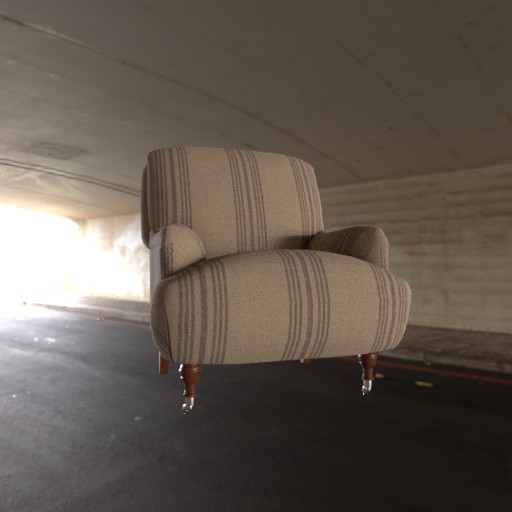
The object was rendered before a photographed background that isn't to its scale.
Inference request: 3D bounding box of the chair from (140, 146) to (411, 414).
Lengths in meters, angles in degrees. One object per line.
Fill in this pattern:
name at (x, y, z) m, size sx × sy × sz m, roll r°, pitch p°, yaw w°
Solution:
chair at (0.000, 0.000, 1.636) m, size 0.813 × 0.940 × 0.914 m, roll 0°, pitch -1°, yaw -18°
